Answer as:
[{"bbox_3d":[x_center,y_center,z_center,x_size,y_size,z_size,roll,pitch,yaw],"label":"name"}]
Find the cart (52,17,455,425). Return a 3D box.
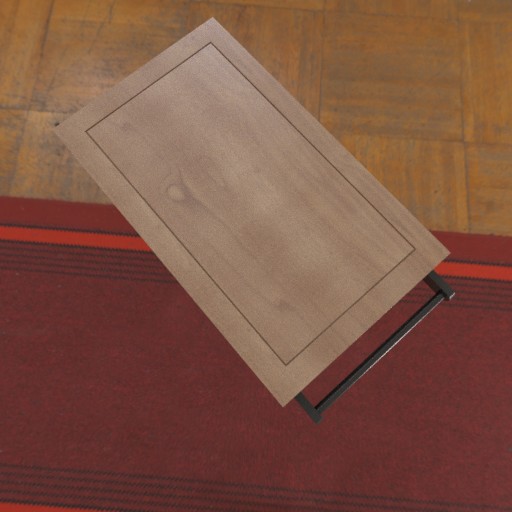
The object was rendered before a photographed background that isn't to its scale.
[{"bbox_3d":[0.000,0.000,1.364,0.459,0.901,0.840,-40,79,-10],"label":"cart"}]
